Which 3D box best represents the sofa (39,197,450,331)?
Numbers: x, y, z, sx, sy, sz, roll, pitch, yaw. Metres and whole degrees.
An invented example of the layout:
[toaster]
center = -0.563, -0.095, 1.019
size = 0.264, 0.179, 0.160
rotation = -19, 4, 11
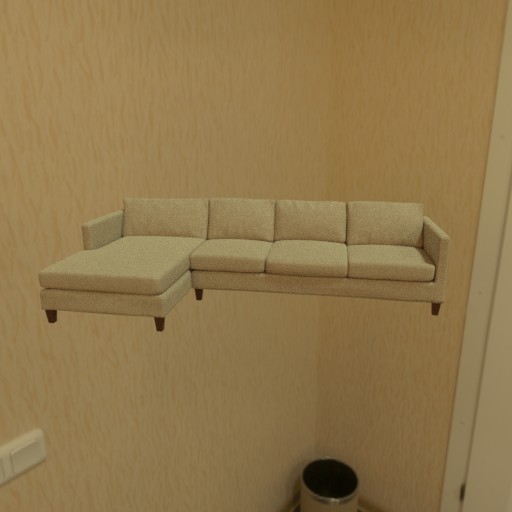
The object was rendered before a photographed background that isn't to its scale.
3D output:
[sofa]
center = 0.000, 0.000, 3.927
size = 3.186, 0.846, 1.625
rotation = 3, 16, 9
